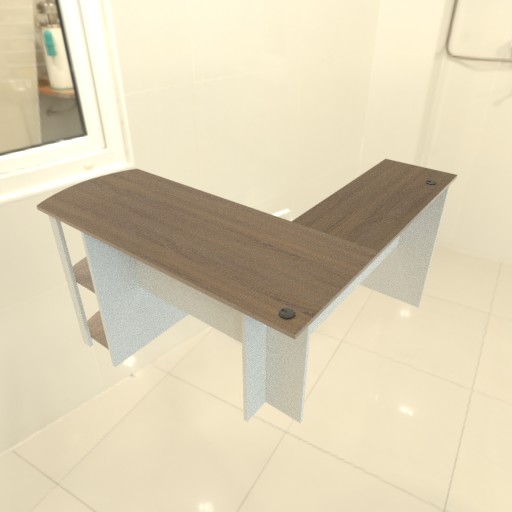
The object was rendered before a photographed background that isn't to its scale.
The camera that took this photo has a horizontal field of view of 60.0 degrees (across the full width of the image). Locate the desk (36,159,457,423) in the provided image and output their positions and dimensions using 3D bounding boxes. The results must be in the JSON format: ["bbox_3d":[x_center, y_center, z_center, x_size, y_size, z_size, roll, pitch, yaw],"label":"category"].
[{"bbox_3d":[0.000,0.000,2.117,1.303,0.716,1.361,22,39,31],"label":"desk"}]
